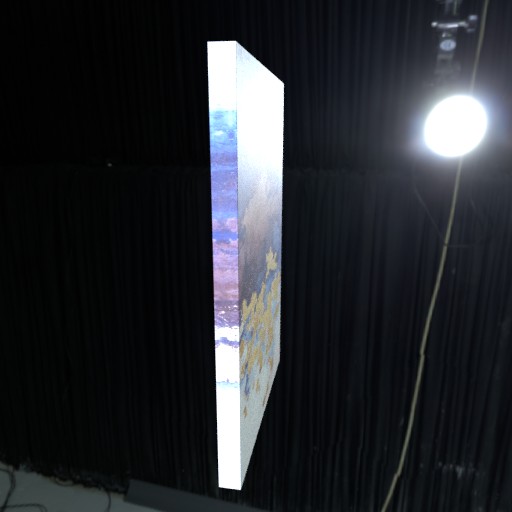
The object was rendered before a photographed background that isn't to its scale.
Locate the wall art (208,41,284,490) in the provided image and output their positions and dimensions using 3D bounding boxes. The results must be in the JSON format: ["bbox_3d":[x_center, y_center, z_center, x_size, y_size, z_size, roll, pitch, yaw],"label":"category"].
[{"bbox_3d":[0.000,0.000,1.110,0.048,0.874,0.583,3,15,11],"label":"wall art"}]
